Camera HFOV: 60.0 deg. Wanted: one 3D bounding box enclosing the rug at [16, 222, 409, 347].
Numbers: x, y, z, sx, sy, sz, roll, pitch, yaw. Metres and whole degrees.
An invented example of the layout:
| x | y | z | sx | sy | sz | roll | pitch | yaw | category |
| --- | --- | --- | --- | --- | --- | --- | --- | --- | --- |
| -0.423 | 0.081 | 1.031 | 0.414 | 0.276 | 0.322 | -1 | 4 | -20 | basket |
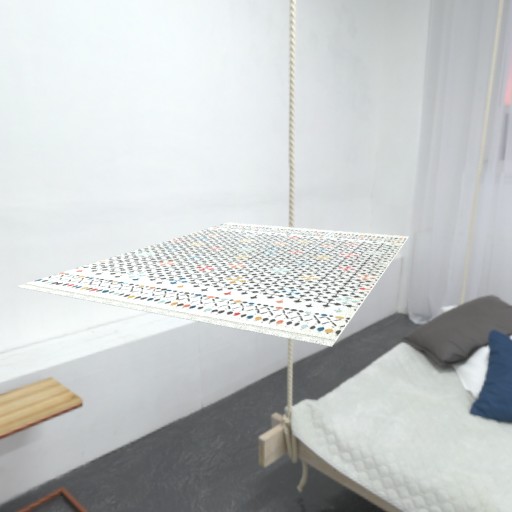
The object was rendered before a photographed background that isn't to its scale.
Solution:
| x | y | z | sx | sy | sz | roll | pitch | yaw | category |
| --- | --- | --- | --- | --- | --- | --- | --- | --- | --- |
| 0.000 | 0.000 | 4.138 | 2.354 | 0.007 | 3.196 | 6 | 15 | 24 | rug |
